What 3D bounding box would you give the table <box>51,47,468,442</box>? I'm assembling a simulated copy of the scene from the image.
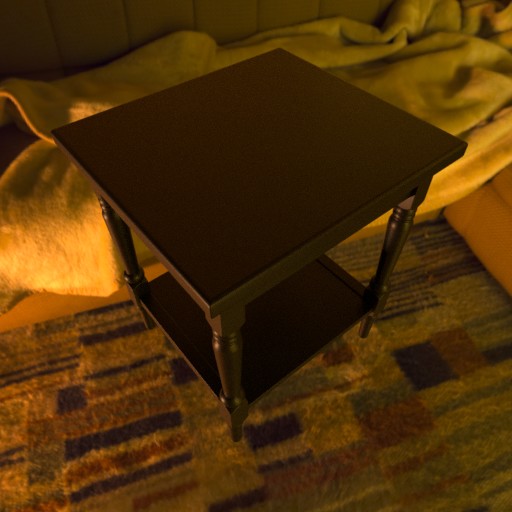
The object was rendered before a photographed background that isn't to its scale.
[{"bbox_3d":[0.000,0.000,0.903,0.488,0.565,0.442,-31,55,-25],"label":"table"}]
